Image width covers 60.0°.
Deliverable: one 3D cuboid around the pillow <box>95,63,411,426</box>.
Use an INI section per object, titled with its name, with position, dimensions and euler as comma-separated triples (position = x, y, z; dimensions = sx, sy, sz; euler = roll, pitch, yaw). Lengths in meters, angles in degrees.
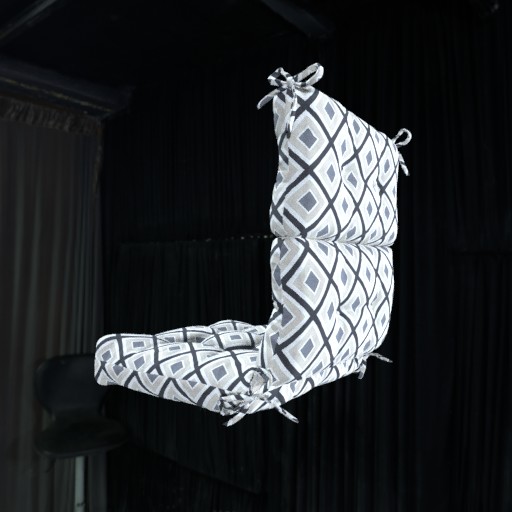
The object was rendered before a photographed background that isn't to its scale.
[pillow]
position = 0.000, 0.000, 1.006
dimensions = 0.571, 0.605, 0.519
euler = -1, -2, 36
